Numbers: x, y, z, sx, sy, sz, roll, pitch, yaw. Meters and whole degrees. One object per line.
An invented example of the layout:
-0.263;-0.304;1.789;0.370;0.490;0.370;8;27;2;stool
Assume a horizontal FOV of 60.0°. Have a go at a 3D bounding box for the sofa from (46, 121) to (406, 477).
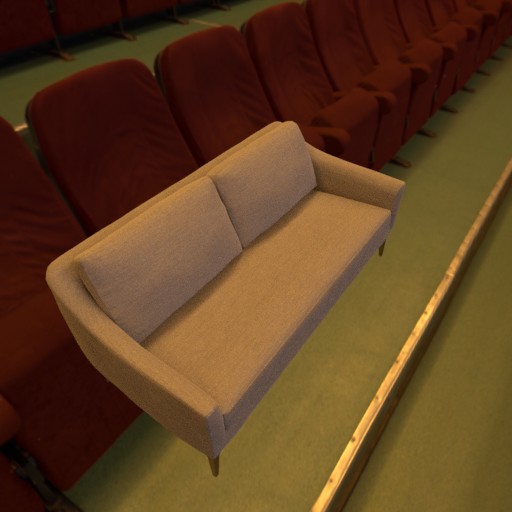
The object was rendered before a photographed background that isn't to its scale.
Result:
0.000;0.000;2.560;0.980;0.913;2.036;25;46;26;sofa
